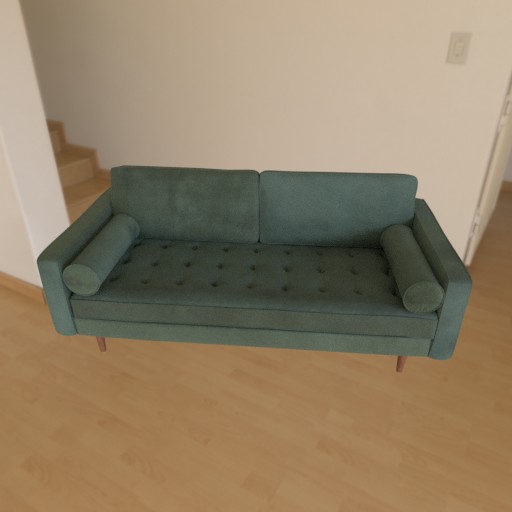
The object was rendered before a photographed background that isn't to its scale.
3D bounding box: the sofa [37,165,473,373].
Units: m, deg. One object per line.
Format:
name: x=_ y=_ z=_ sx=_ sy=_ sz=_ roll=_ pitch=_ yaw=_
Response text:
sofa: x=0.000 y=0.000 z=2.327 sx=1.880 sy=0.772 sz=0.916 roll=3 pitch=29 yaw=5
